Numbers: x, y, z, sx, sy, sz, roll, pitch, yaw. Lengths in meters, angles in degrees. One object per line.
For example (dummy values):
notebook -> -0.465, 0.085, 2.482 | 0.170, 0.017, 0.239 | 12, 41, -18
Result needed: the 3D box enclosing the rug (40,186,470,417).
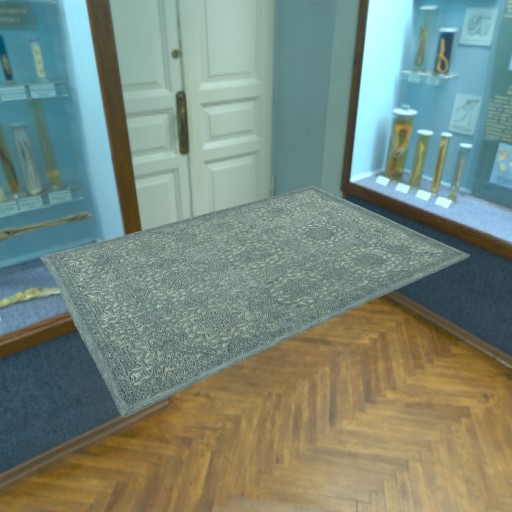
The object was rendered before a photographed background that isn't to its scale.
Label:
rug -> 0.000, 0.000, 2.257 | 1.830, 0.016, 1.224 | -18, 34, -29
